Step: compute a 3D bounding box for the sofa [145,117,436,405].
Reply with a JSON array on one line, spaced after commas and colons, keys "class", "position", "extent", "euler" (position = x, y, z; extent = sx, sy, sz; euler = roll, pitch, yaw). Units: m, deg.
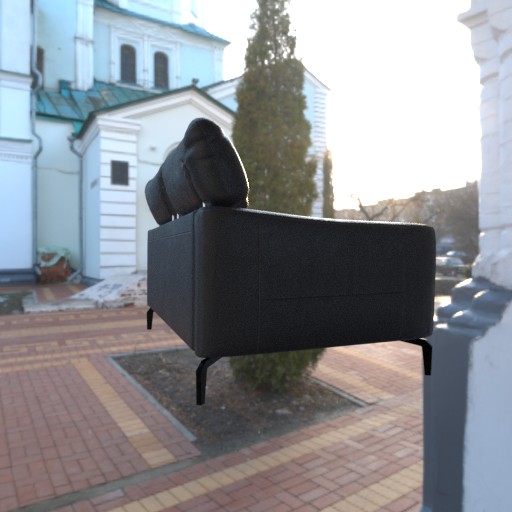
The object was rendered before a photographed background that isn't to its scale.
[{"class": "sofa", "position": [0.000, 0.000, 2.219], "extent": [0.958, 0.920, 1.596], "euler": [0, 0, -20]}]
